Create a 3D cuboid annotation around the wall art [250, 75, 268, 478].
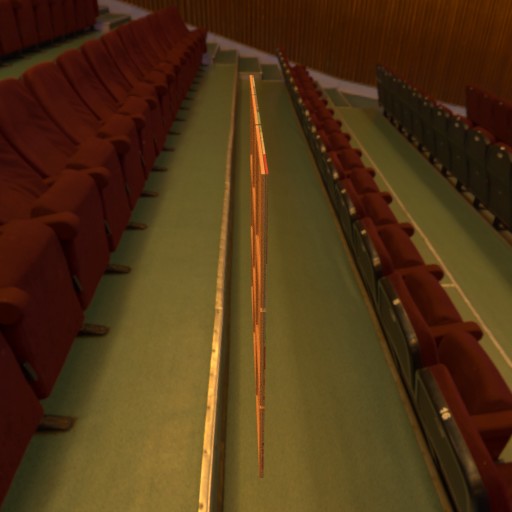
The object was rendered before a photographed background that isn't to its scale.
[{"bbox_3d":[0.000,0.000,1.396,0.012,0.910,0.911,-1,32,-2],"label":"wall art"}]
